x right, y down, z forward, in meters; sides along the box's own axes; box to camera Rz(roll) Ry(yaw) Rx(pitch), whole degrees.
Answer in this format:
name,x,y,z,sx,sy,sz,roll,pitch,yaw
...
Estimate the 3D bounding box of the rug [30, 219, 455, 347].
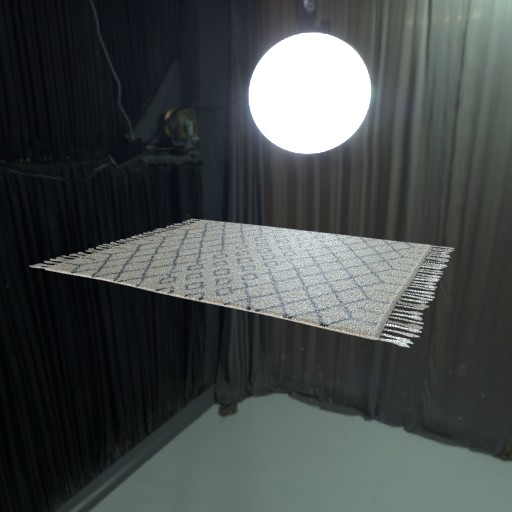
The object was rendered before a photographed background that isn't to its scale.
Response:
name,x,y,z,sx,sy,sz,roll,pitch,yaw
rug,0.000,0.000,4.126,3.213,0.030,2.388,8,18,27
